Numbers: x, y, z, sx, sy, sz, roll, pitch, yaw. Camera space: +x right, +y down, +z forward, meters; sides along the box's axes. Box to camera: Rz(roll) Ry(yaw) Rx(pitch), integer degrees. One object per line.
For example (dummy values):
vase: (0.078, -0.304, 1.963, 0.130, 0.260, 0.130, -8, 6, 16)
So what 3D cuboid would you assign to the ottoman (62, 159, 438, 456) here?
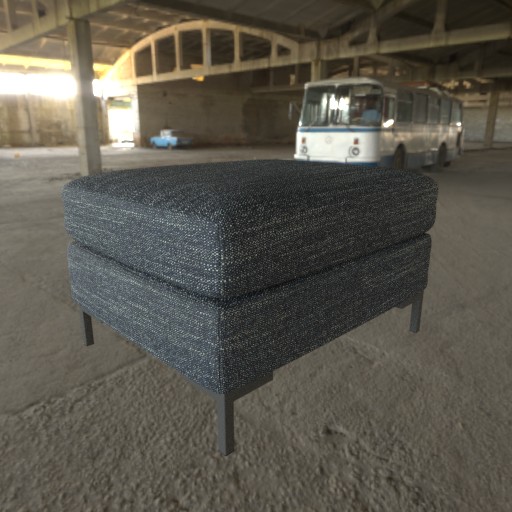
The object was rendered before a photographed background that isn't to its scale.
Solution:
ottoman: (0.000, 0.000, 1.224, 0.814, 0.491, 0.667, -15, 22, -42)
